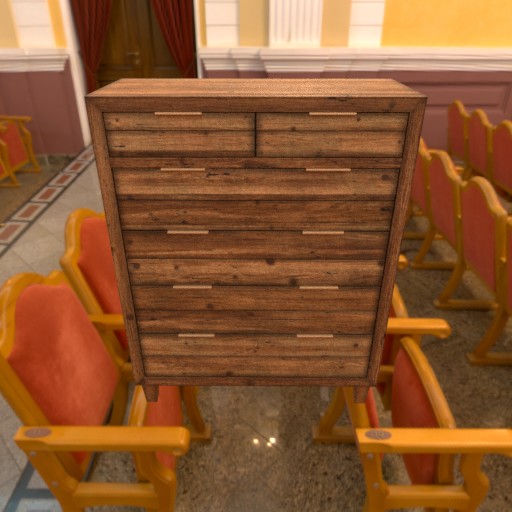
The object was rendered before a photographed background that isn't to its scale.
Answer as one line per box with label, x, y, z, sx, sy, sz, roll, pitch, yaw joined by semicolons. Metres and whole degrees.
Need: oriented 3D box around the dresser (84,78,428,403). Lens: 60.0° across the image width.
dresser;0.000;0.000;1.886;1.067;1.359;0.438;0;29;0
